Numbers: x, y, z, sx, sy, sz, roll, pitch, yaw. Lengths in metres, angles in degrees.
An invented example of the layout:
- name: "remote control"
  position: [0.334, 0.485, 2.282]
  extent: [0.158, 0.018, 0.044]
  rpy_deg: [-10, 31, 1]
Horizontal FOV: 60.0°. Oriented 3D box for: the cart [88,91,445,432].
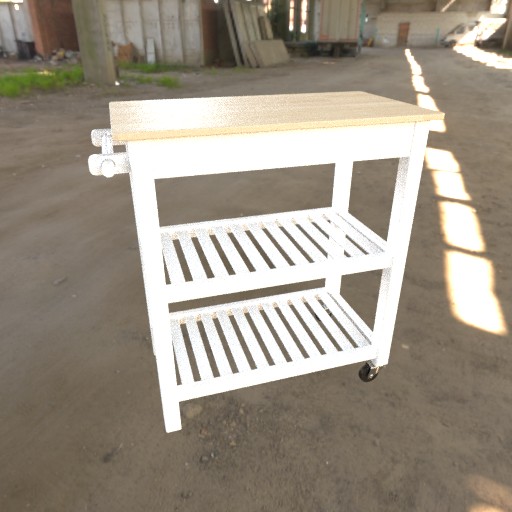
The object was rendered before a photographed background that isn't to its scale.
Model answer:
- name: "cart"
  position: [0.000, 0.000, 1.443]
  extent: [0.899, 0.927, 0.457]
  rpy_deg: [-8, 29, -15]
